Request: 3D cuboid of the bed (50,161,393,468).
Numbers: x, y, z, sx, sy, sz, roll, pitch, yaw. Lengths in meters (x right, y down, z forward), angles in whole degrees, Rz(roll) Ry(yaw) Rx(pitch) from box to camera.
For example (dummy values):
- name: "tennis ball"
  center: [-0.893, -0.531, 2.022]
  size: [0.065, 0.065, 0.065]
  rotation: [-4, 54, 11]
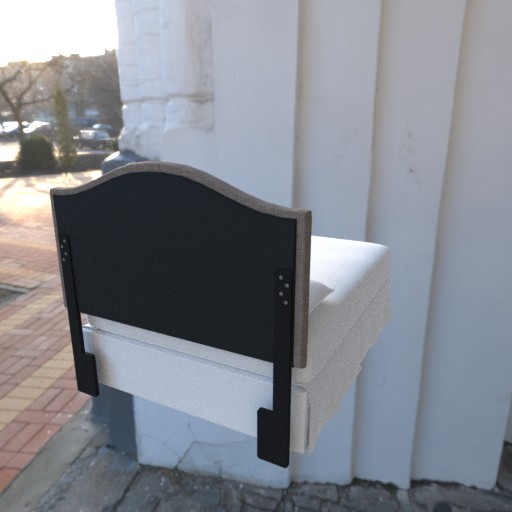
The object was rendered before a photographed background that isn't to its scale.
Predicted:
- name: "bed"
  center: [0.000, 0.000, 3.302]
  size: [1.713, 1.518, 2.153]
  rotation: [8, 18, 26]
